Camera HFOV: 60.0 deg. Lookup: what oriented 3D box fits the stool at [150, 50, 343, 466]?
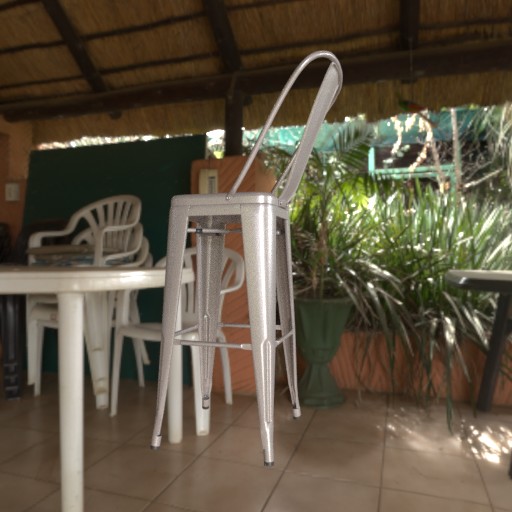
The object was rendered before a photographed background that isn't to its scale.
[{"bbox_3d":[0.000,0.000,1.351,0.513,1.096,0.399,0,0,17],"label":"stool"}]
